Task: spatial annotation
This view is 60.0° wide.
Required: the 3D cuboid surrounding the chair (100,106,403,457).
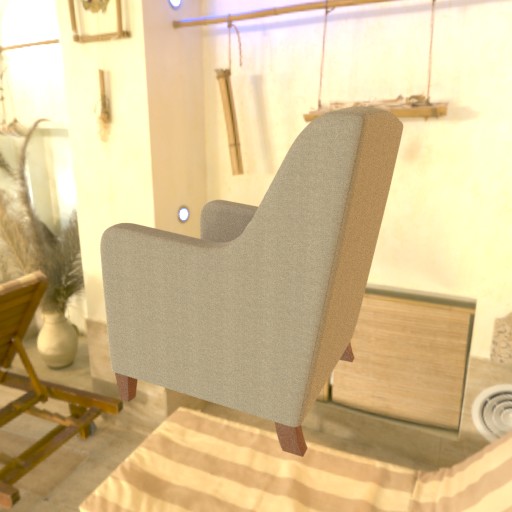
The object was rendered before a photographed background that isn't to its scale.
[{"bbox_3d":[0.000,0.000,1.631,0.890,1.017,0.715,7,16,24],"label":"chair"}]
